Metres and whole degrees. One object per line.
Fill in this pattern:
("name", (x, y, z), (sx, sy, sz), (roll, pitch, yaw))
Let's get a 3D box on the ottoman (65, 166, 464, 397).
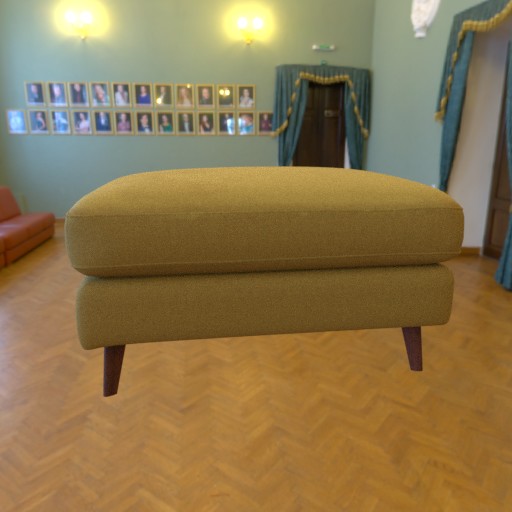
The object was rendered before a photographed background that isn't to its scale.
("ottoman", (0.000, 0.000, 1.153), (0.811, 0.449, 0.608), (-2, 14, -9))
